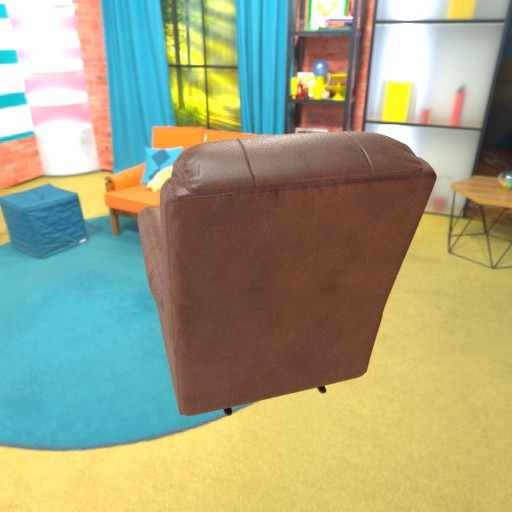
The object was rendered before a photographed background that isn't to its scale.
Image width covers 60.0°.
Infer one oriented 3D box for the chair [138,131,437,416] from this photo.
[{"bbox_3d":[0.000,0.000,1.732,0.838,1.054,1.014,-8,28,-15],"label":"chair"}]
